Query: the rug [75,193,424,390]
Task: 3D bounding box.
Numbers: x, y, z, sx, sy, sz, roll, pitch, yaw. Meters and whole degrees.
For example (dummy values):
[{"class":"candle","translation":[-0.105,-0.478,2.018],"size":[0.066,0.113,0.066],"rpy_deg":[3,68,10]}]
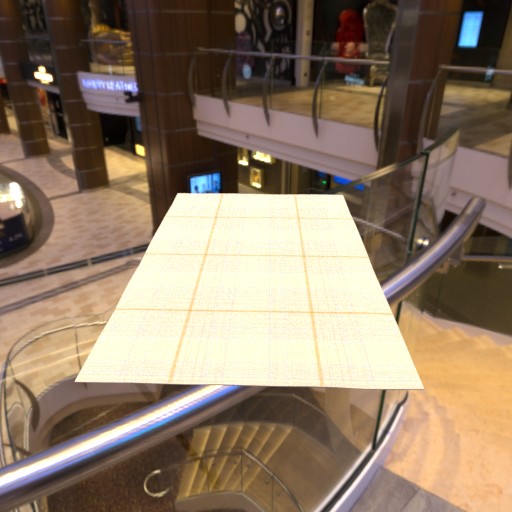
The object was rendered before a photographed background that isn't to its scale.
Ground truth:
[{"class":"rug","translation":[0.000,0.000,3.010],"size":[1.527,0.016,2.442],"rpy_deg":[1,28,1]}]
